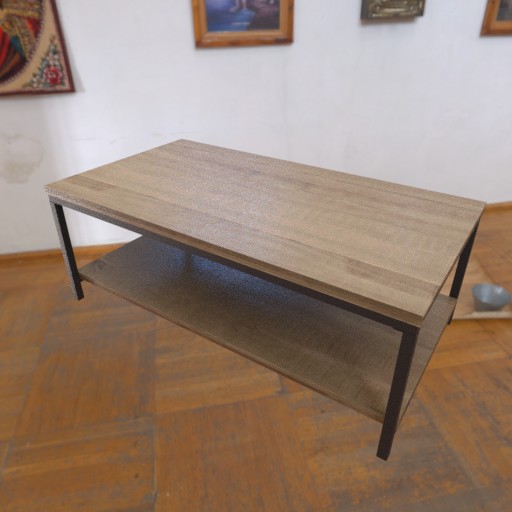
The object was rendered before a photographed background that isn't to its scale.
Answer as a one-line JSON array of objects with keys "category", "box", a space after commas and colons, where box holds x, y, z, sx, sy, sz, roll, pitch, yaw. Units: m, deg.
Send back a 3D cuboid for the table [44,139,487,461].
[{"category": "table", "box": [0.000, 0.000, 1.302, 1.062, 0.393, 0.574, 19, 35, 29]}]
